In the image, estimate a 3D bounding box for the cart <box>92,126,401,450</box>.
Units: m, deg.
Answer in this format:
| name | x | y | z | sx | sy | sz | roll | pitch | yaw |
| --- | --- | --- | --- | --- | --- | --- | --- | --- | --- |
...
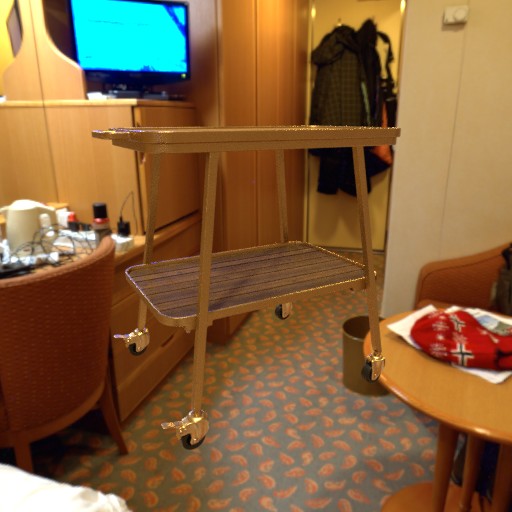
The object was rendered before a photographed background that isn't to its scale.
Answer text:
| name | x | y | z | sx | sy | sz | roll | pitch | yaw |
| --- | --- | --- | --- | --- | --- | --- | --- | --- | --- |
| cart | 0.000 | 0.000 | 1.262 | 0.806 | 0.700 | 0.524 | -9 | 20 | -28 |
